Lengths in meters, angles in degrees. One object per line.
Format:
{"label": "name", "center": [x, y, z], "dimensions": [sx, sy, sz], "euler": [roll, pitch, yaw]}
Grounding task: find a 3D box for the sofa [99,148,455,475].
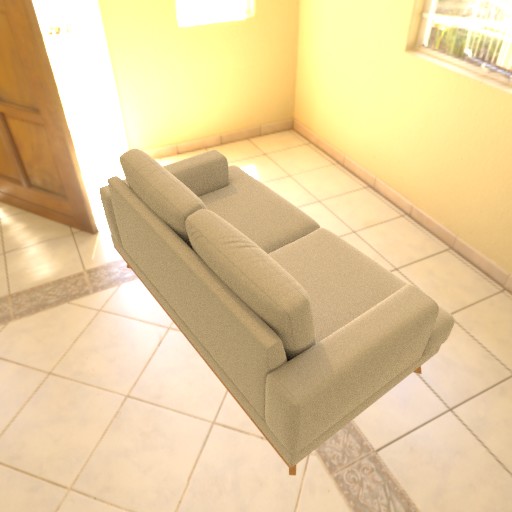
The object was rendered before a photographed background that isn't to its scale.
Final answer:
{"label": "sofa", "center": [0.000, 0.000, 2.142], "dimensions": [0.915, 0.810, 1.651], "euler": [-26, 47, -27]}
